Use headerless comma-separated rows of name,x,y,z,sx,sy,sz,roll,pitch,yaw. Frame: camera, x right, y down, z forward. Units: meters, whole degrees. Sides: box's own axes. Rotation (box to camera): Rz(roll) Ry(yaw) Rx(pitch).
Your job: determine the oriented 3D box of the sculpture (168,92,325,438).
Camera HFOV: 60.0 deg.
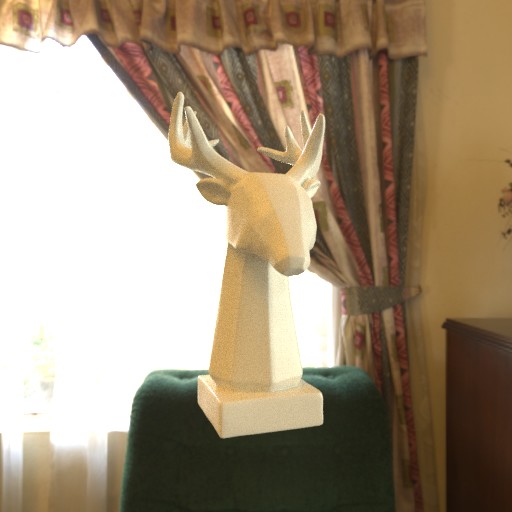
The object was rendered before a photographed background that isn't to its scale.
sculpture,0.000,0.000,0.463,0.174,0.329,0.224,0,-1,-19
